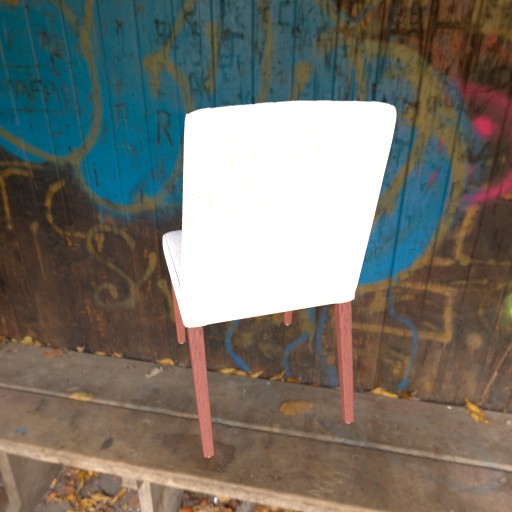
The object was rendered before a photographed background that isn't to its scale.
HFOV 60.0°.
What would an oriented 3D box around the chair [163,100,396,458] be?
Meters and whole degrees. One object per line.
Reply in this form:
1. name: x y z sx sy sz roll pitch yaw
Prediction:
1. chair: 0.000 0.000 1.263 0.480 0.900 0.594 -7 27 -15
